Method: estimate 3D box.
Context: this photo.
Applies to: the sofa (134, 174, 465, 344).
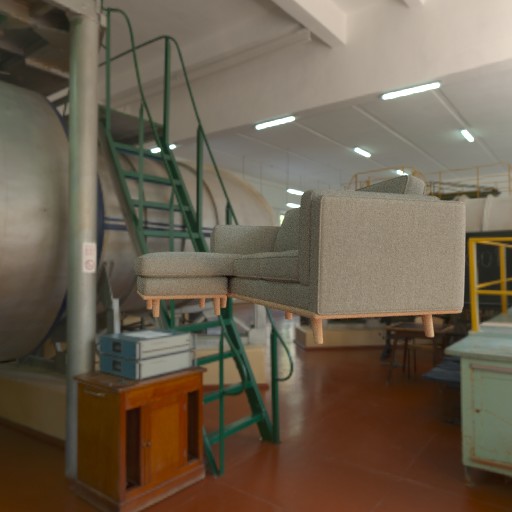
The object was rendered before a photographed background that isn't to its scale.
[{"bbox_3d":[0.000,0.000,3.208,1.604,0.929,2.411,0,-1,-18],"label":"sofa"}]
